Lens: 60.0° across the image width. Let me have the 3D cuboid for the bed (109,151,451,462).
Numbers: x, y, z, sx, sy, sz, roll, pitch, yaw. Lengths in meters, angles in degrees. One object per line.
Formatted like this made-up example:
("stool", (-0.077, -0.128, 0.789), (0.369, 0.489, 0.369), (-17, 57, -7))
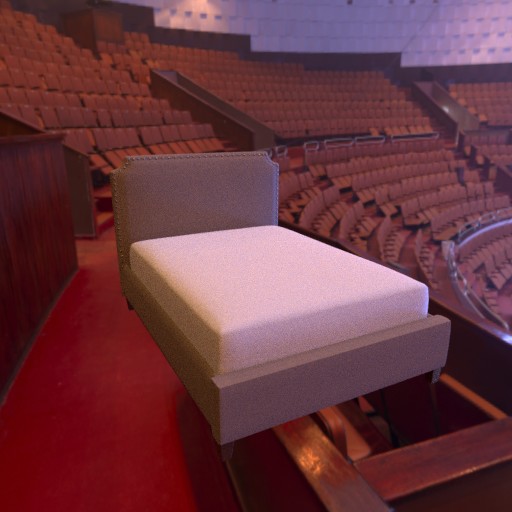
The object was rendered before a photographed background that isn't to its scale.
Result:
("bed", (0.000, 0.000, 3.481), (1.713, 1.443, 2.372), (-9, 19, -27))
